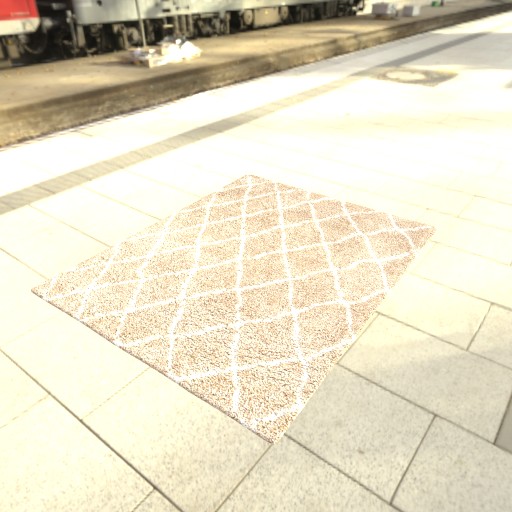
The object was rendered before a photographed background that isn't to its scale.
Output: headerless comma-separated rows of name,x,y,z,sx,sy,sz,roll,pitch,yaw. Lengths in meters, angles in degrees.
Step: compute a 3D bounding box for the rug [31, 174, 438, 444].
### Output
rug,0.000,0.000,4.113,2.438,0.029,3.047,21,39,29
